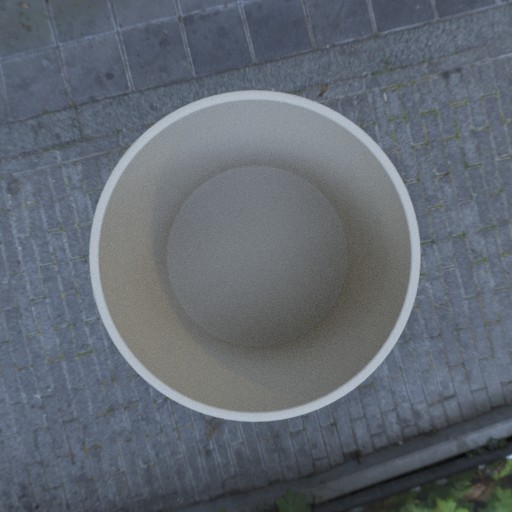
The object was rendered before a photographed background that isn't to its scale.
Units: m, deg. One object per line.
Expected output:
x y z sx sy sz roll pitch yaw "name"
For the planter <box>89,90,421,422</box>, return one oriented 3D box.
0.000 0.000 0.395 0.221 0.201 0.221 0 90 1 "planter"
